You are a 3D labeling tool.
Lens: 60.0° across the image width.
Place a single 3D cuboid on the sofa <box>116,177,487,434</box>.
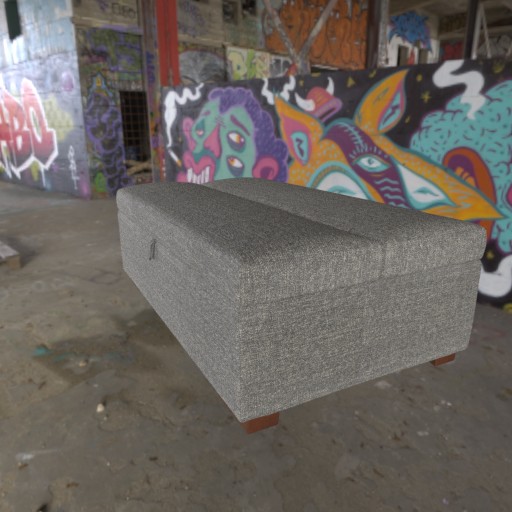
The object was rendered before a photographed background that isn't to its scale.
[{"bbox_3d":[0.000,0.000,1.561,0.782,0.417,1.198,-8,18,-26],"label":"sofa"}]
